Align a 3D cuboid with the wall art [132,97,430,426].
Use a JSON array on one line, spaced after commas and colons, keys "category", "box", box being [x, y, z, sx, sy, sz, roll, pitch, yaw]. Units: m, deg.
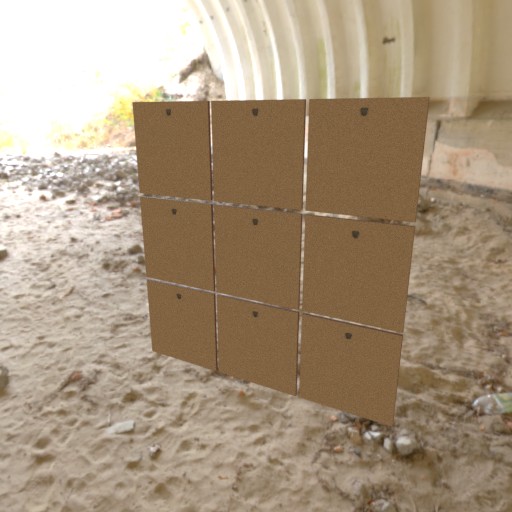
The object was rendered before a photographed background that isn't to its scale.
[{"category": "wall art", "box": [0.000, 0.000, 1.834, 1.221, 1.218, 0.019, 9, 20, 27]}]
